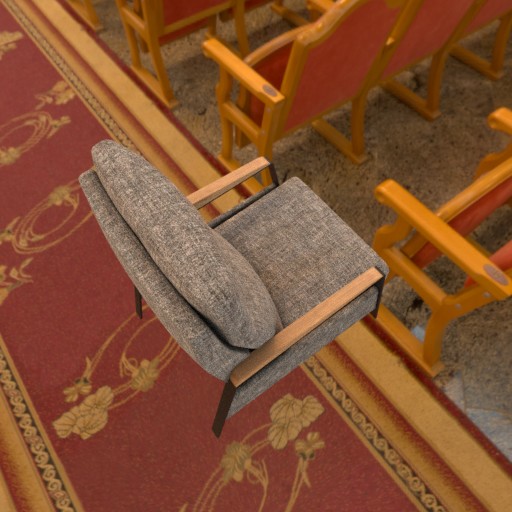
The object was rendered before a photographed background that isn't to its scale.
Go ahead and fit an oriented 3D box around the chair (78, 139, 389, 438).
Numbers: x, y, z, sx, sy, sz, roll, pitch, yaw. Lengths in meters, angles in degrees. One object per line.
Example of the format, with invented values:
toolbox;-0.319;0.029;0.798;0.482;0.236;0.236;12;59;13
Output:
chair;0.000;0.000;1.576;0.868;1.042;0.671;-32;64;-18
